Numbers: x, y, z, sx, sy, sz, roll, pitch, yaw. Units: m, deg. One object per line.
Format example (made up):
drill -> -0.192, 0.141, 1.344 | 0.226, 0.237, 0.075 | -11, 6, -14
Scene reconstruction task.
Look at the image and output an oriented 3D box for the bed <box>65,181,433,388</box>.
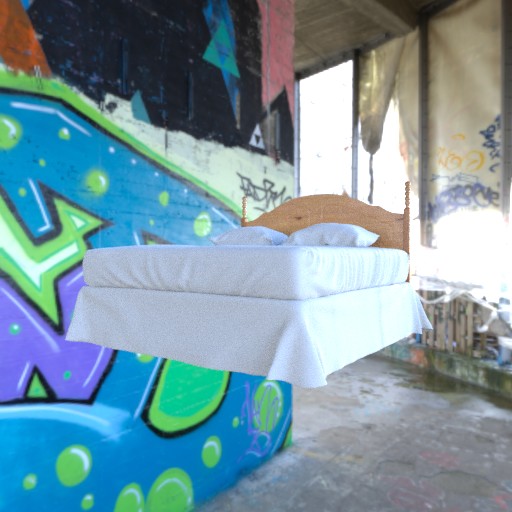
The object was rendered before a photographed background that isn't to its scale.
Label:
bed -> 0.000, 0.000, 3.702 | 2.322, 1.355, 2.219 | 0, 0, 36
